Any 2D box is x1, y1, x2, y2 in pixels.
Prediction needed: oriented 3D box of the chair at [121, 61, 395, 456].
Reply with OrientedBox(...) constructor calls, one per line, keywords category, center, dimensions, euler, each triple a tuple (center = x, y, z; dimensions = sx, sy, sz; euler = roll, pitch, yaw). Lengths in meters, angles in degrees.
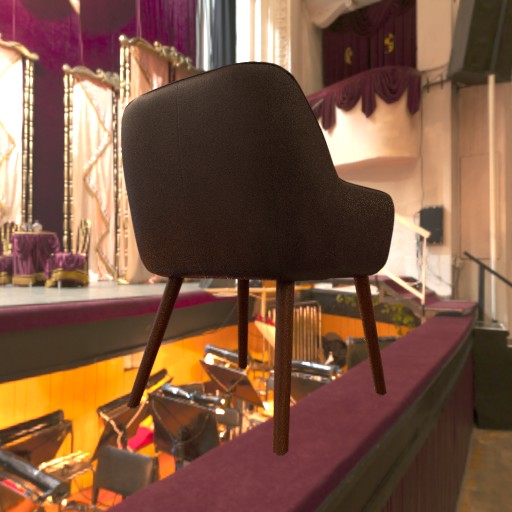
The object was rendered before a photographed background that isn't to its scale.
OrientedBox(category="chair", center=(0.000, 0.000, 1.263), dimensions=(0.610, 0.828, 0.610), euler=(0, 0, 36))
